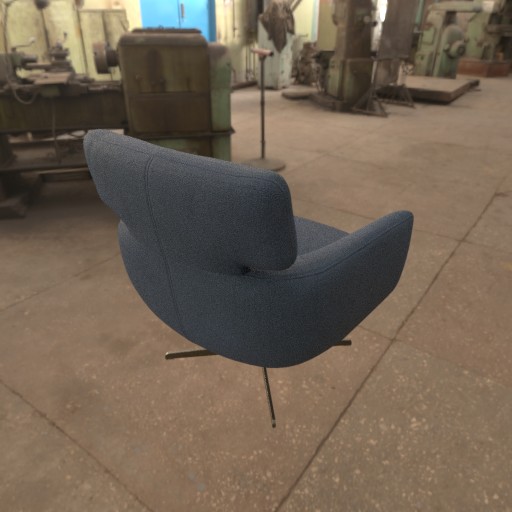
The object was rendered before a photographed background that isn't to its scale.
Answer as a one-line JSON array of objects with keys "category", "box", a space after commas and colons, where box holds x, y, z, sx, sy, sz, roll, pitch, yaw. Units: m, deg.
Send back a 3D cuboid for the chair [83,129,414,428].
[{"category": "chair", "box": [0.000, 0.000, 1.380, 0.738, 0.813, 0.761, 21, 35, 33]}]
